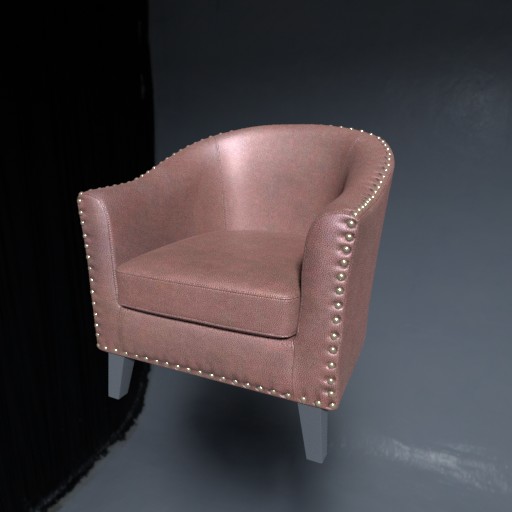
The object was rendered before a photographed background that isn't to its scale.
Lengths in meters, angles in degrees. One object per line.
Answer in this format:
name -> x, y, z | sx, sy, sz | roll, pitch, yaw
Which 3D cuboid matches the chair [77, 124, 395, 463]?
chair -> 0.000, 0.000, 1.418 | 0.794, 0.823, 0.748 | 7, 17, 24
